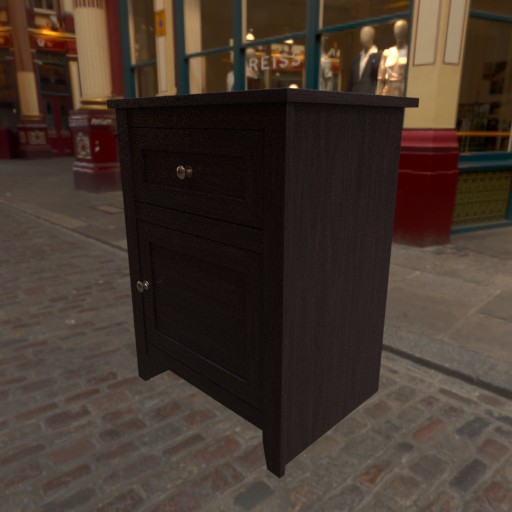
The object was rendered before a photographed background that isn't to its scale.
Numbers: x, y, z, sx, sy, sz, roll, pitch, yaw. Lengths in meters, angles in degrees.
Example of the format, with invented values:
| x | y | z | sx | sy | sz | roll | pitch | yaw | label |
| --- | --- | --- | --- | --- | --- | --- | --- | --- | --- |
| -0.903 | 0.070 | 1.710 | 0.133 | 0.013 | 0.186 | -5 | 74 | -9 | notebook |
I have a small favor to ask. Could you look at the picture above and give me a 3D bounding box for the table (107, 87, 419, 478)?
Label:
| x | y | z | sx | sy | sz | roll | pitch | yaw | label |
| --- | --- | --- | --- | --- | --- | --- | --- | --- | --- |
| 0.000 | 0.000 | 0.949 | 0.480 | 0.635 | 0.381 | 16 | 23 | 42 | table |
